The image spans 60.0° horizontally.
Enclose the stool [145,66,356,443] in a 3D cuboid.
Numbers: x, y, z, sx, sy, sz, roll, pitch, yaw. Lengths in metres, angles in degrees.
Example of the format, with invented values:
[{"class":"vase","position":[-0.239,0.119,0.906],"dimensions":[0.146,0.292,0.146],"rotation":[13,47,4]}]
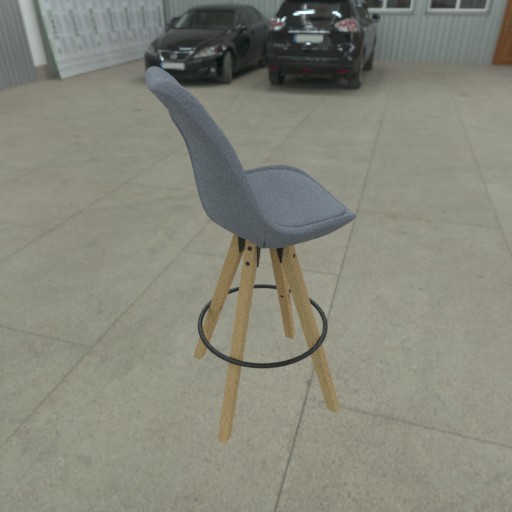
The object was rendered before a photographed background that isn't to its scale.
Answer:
[{"class":"stool","position":[0.000,0.000,1.420],"dimensions":[0.550,1.115,0.485],"rotation":[-9,32,-16]}]
